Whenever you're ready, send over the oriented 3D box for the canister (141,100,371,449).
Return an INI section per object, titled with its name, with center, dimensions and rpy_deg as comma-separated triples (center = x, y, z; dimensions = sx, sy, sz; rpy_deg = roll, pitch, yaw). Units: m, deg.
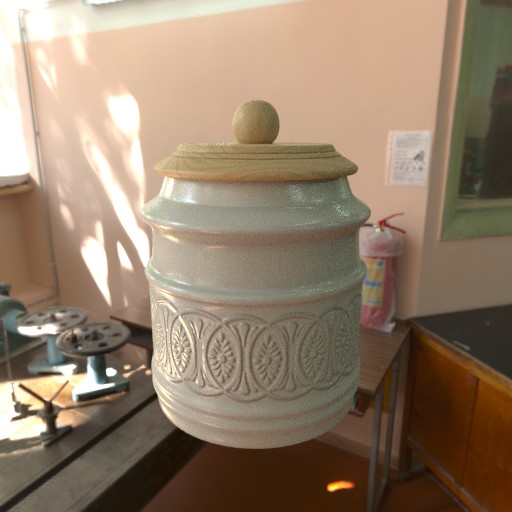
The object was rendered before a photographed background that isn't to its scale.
[canister]
center = 0.000, 0.000, 0.265
dimensions = 0.130, 0.176, 0.130
rpy_deg = 0, 15, 0
